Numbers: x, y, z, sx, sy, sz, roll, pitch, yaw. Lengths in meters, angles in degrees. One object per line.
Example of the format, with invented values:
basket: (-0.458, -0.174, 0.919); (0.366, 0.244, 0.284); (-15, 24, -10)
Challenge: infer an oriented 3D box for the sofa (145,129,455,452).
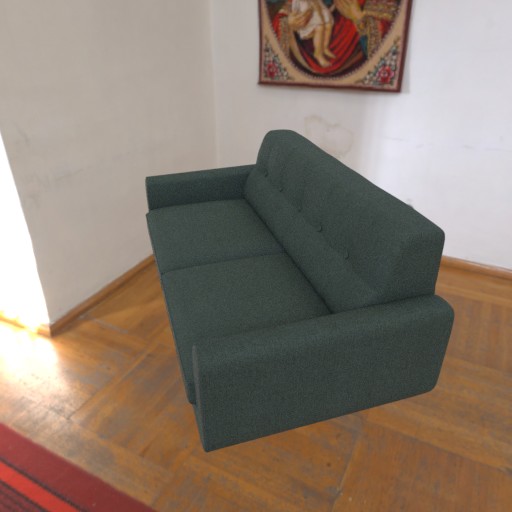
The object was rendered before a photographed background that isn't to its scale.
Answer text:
sofa: (0.000, 0.000, 2.106); (0.909, 0.841, 1.631); (-9, 31, -15)
